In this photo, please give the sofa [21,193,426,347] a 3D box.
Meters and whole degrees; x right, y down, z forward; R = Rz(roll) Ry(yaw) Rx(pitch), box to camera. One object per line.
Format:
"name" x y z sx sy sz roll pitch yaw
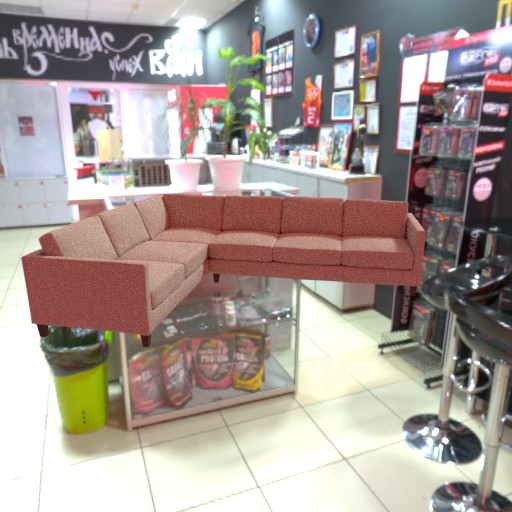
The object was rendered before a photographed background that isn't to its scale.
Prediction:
"sofa" 0.000 0.000 4.275 3.182 0.863 2.432 3 17 11
